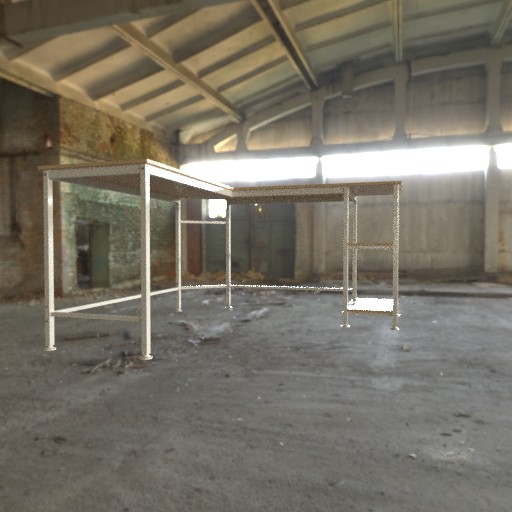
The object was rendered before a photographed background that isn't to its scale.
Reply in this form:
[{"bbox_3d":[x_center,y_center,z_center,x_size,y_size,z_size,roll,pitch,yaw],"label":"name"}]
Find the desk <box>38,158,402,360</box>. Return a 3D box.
[{"bbox_3d":[0.000,0.000,2.215,1.379,0.739,1.379,0,2,18],"label":"desk"}]
